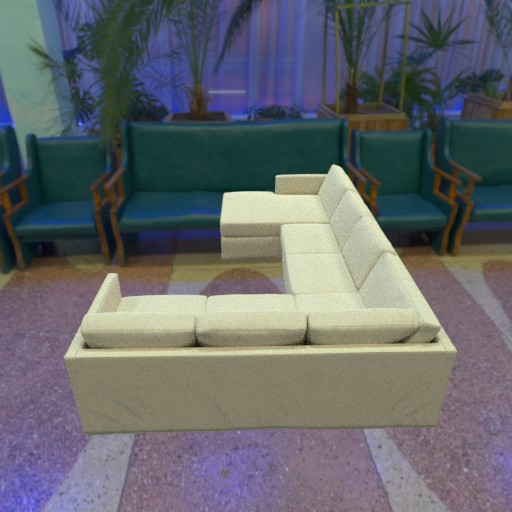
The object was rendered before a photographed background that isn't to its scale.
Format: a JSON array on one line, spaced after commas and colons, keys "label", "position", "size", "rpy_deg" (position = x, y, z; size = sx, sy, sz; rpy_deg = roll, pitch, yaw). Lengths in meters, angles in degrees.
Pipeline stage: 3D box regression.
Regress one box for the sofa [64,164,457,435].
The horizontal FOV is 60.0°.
[{"label": "sofa", "position": [0.000, 0.000, 4.329], "size": [2.448, 0.882, 3.464], "rpy_deg": [-1, 29, -2]}]
